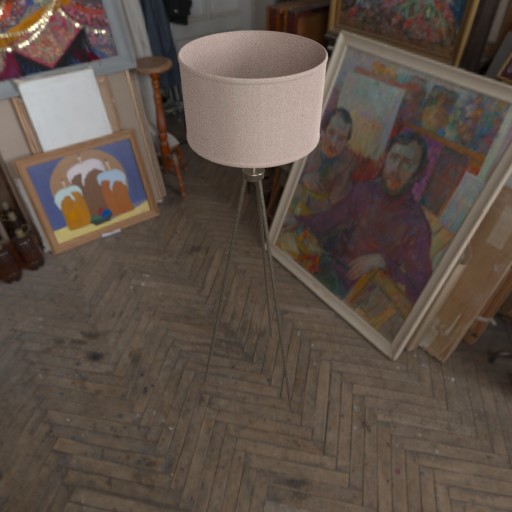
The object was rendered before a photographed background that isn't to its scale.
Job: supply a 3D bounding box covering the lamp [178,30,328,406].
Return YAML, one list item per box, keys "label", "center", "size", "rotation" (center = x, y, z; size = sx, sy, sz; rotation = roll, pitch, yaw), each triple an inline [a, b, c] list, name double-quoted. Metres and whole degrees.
- label: "lamp"
  center: [0.000, 0.000, 1.747]
  size: [0.449, 1.545, 0.460]
  rotation: [12, 43, 13]
